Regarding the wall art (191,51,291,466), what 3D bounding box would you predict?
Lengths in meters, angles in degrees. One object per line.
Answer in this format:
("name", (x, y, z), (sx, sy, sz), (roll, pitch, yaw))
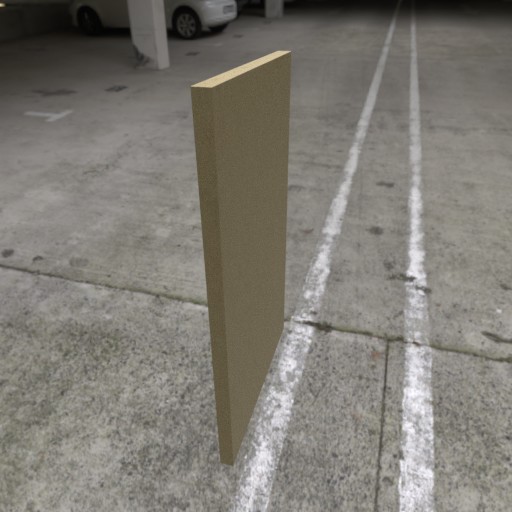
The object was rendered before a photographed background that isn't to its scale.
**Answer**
("wall art", (0.000, 0.000, 1.013), (0.039, 0.810, 0.510), (8, 31, 14))
